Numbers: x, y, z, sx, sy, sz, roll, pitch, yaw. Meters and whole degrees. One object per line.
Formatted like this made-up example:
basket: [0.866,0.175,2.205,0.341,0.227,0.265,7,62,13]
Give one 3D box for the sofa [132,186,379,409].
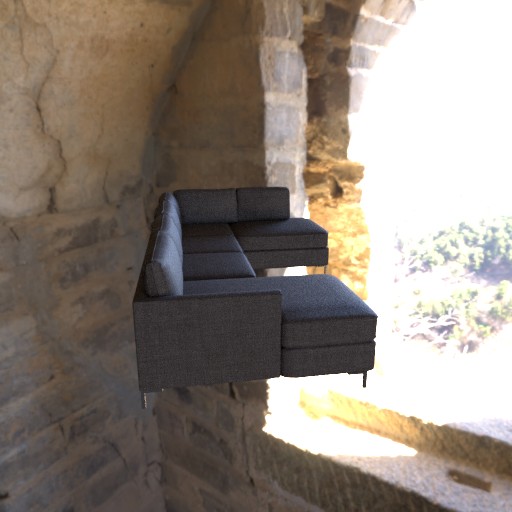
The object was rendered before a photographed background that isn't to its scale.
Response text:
sofa: [0.000,0.000,4.418,2.048,0.999,3.423,-3,16,-9]
